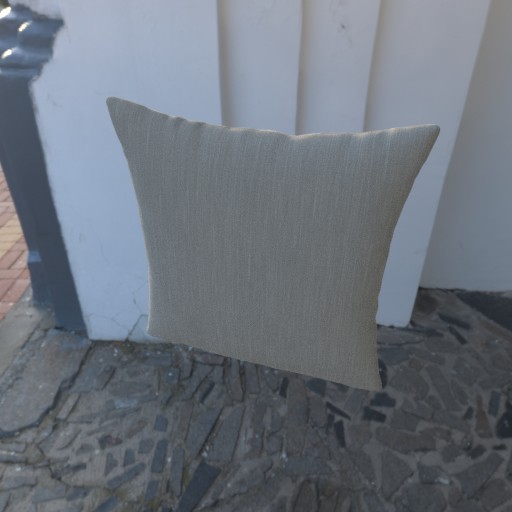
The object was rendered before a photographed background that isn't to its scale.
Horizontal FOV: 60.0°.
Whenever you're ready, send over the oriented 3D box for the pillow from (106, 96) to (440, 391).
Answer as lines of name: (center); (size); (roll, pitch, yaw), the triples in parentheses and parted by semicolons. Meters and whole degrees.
pillow: (0.000, 0.000, 0.784); (0.511, 0.509, 0.161); (10, 34, 15)
